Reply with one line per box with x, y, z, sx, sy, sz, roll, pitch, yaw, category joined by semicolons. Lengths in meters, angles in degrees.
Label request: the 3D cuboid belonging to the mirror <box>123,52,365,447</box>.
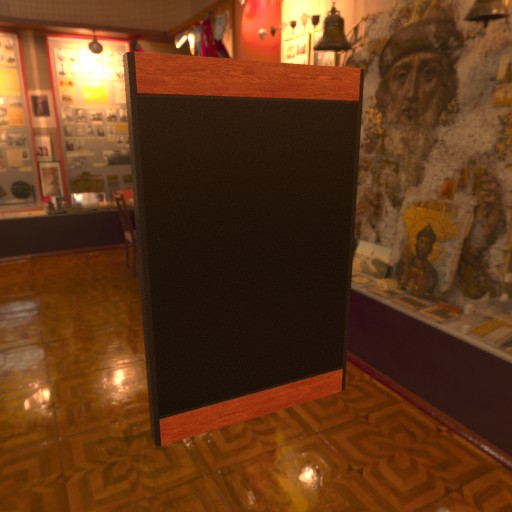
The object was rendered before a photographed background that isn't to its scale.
0.000;0.000;1.019;0.525;0.823;0.047;-8;17;-25;mirror
